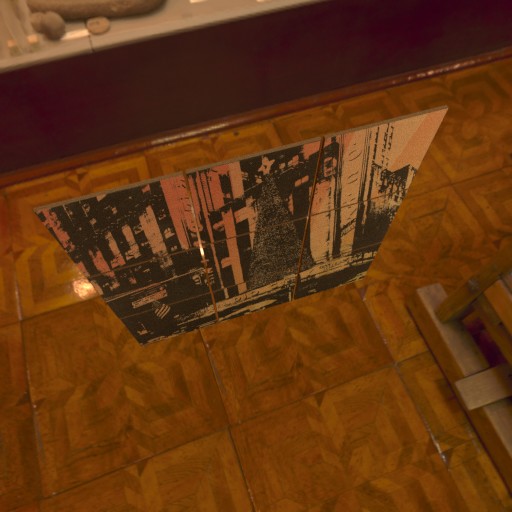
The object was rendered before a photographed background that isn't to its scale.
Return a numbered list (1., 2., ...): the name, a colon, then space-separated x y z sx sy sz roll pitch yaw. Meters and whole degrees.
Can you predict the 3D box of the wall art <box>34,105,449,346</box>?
1. wall art: 0.000 0.000 1.344 0.919 0.917 0.010 -16 63 -8
